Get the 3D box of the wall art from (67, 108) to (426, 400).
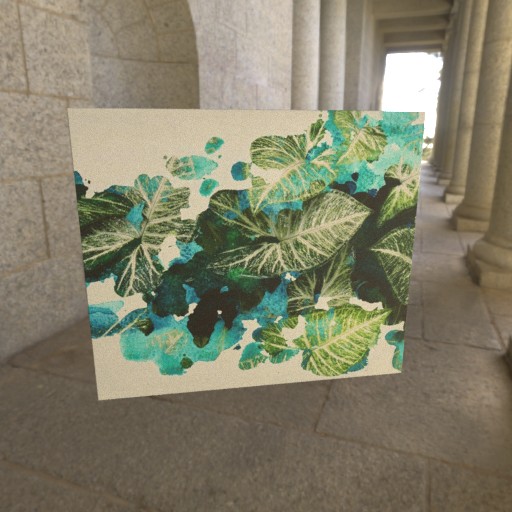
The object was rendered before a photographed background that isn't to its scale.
[{"bbox_3d":[0.000,0.000,0.695,0.507,0.435,0.041,-3,15,-9],"label":"wall art"}]
